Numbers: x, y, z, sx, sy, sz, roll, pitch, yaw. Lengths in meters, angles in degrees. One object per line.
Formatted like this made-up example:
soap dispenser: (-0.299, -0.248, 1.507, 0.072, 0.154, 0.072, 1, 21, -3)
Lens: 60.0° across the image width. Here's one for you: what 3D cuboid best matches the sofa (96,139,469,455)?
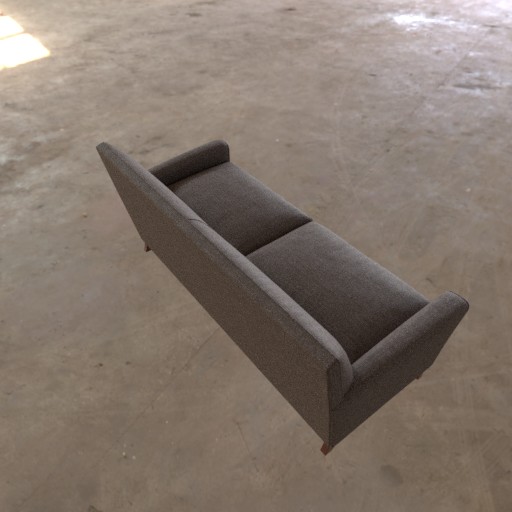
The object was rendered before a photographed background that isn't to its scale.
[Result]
sofa: (0.000, 0.000, 2.439, 0.875, 0.846, 1.976, -27, 48, -27)
